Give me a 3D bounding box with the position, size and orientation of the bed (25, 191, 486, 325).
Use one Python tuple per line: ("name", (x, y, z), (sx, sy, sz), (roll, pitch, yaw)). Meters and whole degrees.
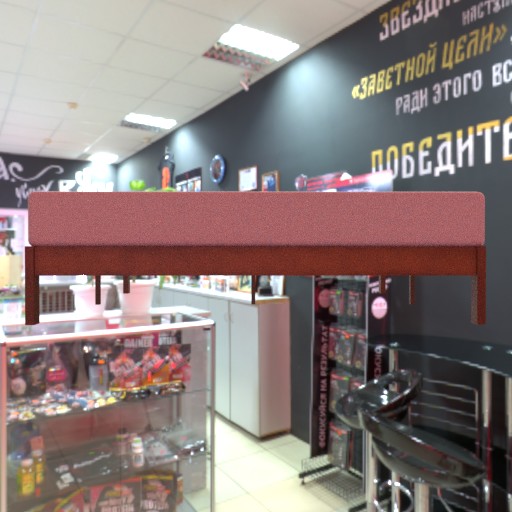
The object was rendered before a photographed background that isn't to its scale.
("bed", (0.000, 0.000, 2.716), (2.050, 0.593, 1.529), (0, 1, 0))
